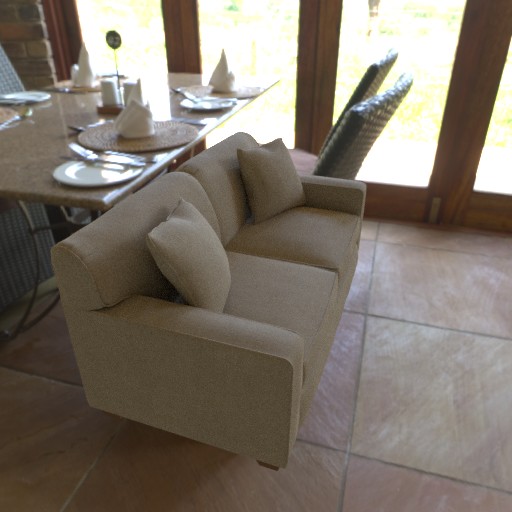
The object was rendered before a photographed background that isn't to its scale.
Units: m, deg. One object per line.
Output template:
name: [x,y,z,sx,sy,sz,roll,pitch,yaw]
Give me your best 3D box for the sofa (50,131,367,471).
sofa: [0.000,0.000,2.432,0.998,0.958,1.846,10,31,17]
